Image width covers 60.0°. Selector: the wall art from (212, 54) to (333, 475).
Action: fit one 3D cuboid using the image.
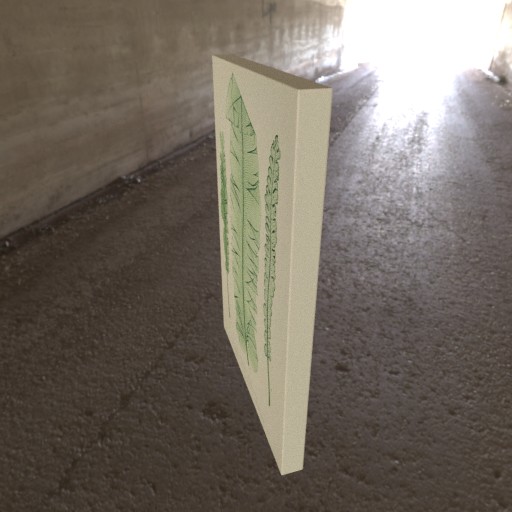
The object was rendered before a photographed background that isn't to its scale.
[{"bbox_3d":[0.000,0.000,0.772,0.038,0.608,0.418,-8,30,-15],"label":"wall art"}]
